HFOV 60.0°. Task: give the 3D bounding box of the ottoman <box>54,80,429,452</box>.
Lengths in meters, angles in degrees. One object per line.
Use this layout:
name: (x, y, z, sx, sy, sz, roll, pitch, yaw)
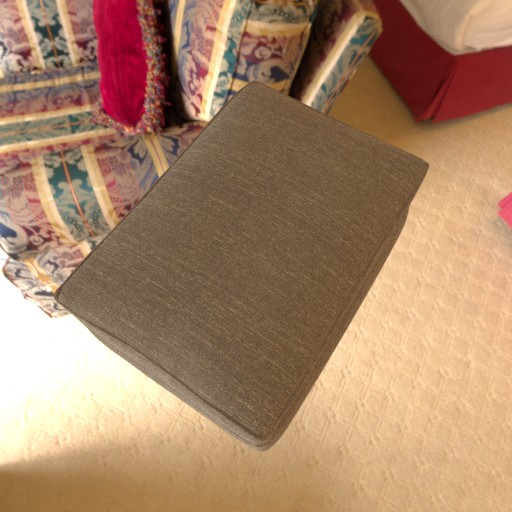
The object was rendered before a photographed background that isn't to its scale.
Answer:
ottoman: (0.000, 0.000, 1.007, 0.508, 0.406, 0.686, 30, 67, 14)
